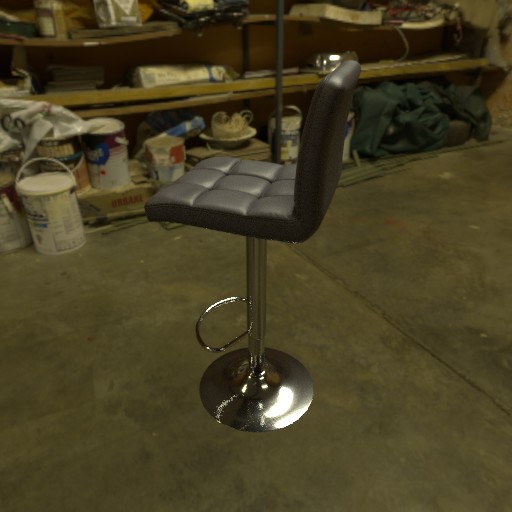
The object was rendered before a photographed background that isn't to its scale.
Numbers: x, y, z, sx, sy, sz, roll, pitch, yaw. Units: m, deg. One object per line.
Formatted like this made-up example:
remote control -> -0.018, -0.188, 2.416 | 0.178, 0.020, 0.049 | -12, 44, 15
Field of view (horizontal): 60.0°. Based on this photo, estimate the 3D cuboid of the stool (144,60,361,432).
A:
stool -> 0.000, 0.000, 1.389 | 0.505, 1.115, 0.430 | 8, 30, 15
